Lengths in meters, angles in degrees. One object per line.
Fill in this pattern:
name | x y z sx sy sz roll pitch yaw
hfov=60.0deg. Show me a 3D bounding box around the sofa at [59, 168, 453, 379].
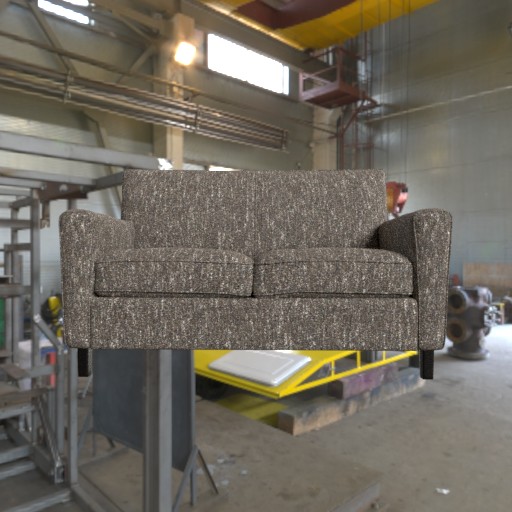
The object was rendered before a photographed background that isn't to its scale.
sofa | 0.000 0.000 2.084 1.519 0.946 0.801 0 1 1
